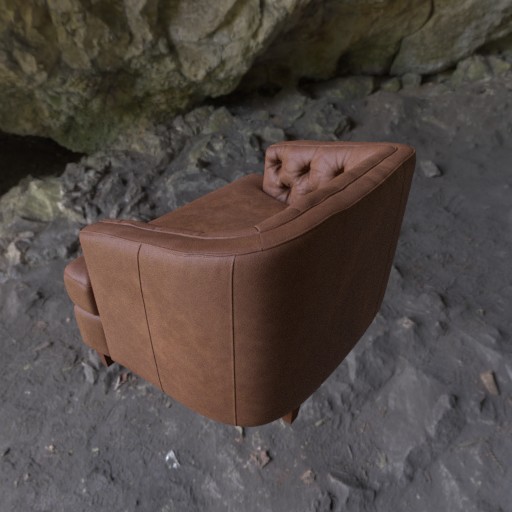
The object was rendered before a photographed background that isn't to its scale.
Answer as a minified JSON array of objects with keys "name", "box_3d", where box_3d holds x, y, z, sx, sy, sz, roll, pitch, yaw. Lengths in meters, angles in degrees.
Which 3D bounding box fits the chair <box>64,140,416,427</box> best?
[{"name":"chair","box_3d":[0.000,0.000,1.712,0.911,0.836,1.119,22,38,31]}]
